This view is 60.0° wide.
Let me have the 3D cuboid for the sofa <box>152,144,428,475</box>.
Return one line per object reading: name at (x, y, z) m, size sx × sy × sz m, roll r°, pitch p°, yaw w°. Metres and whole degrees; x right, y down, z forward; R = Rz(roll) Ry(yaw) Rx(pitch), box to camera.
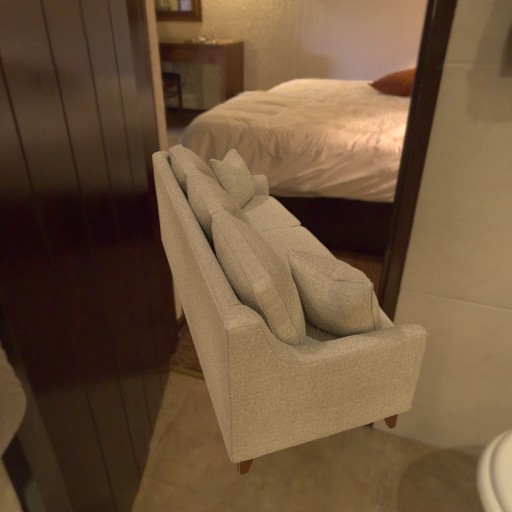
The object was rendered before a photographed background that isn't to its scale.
sofa at (0.000, 0.000, 2.523) m, size 0.865 × 0.914 × 2.031 m, roll -9°, pitch 31°, yaw -16°
